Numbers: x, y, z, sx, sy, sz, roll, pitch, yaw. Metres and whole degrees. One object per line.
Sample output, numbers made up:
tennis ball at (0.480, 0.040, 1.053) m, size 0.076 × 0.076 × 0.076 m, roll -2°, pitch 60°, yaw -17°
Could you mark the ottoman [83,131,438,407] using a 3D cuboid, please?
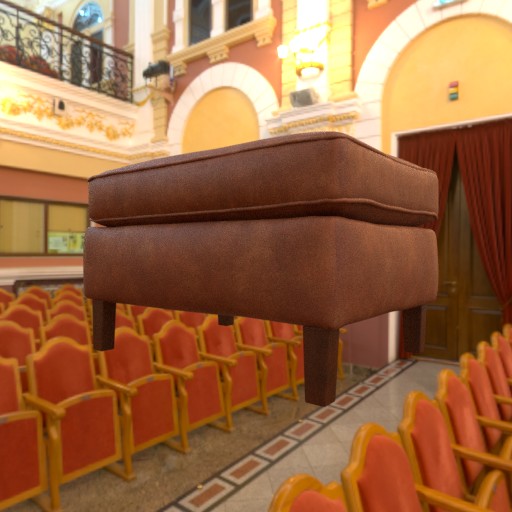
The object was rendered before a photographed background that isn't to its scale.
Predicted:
ottoman at (0.000, 0.000, 0.980) m, size 0.665 × 0.418 × 0.501 m, roll 1°, pitch 1°, yaw 38°
